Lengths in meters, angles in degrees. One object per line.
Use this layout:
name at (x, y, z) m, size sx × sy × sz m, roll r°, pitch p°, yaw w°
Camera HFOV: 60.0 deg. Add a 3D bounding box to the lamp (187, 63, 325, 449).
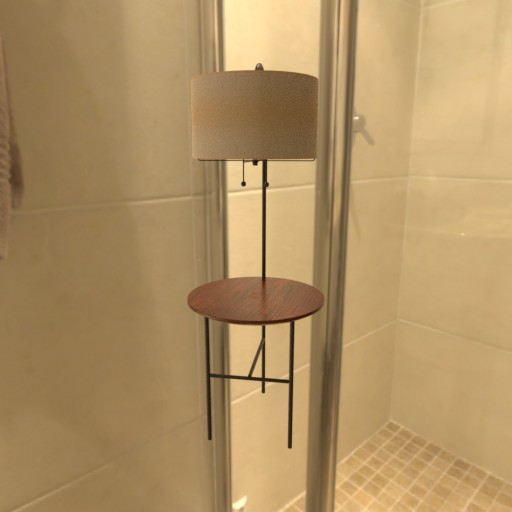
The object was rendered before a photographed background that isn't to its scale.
lamp at (0.000, 0.000, 1.830) m, size 0.573 × 1.517 × 0.573 m, roll 0°, pitch 13°, yaw 0°
